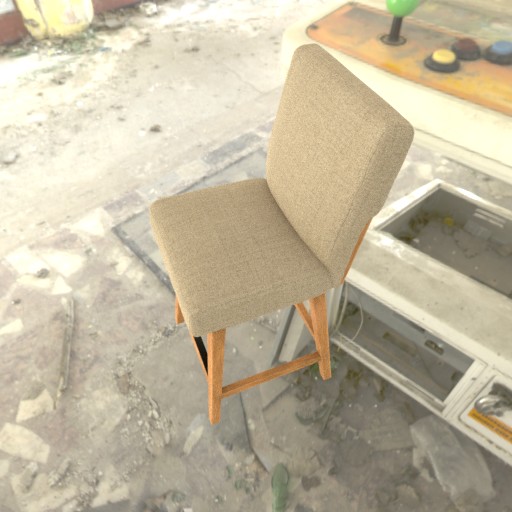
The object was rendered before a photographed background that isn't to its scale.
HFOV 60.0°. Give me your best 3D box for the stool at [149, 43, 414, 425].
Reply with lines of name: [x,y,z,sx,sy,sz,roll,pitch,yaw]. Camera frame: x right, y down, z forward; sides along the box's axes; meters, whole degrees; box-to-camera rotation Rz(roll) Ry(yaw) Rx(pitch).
stool: [0.000,0.000,1.311,0.526,1.010,0.459,-17,50,-15]
